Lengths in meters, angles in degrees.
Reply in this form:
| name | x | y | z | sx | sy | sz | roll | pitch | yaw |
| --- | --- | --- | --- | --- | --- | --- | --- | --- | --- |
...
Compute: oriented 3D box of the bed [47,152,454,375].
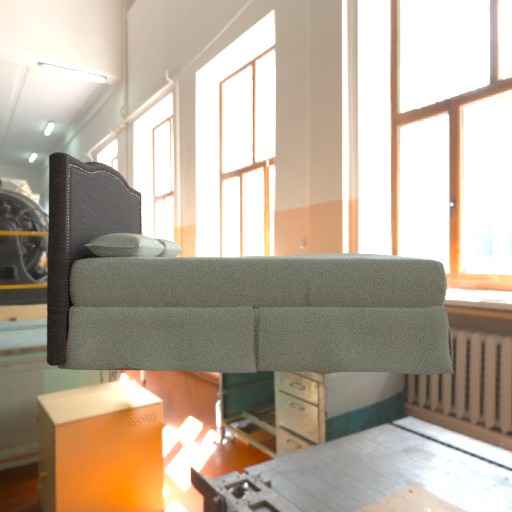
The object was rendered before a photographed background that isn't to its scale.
| name | x | y | z | sx | sy | sz | roll | pitch | yaw |
| --- | --- | --- | --- | --- | --- | --- | --- | --- | --- |
| bed | 0.000 | 0.000 | 3.522 | 2.507 | 1.441 | 1.741 | 0 | 0 | 2 |
